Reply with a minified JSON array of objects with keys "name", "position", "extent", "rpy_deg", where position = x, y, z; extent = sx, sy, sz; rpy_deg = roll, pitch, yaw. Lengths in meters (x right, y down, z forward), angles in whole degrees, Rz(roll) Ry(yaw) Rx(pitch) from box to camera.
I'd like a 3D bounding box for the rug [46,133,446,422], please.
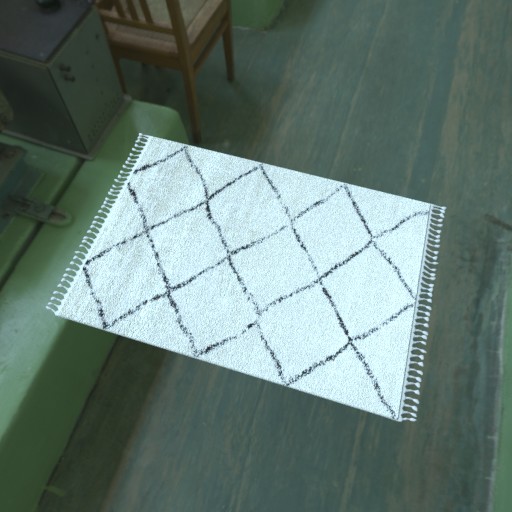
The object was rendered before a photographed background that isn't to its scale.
[{"name":"rug","position":[0.000,0.000,2.898],"extent":[2.307,0.031,1.494],"rpy_deg":[15,64,8]}]
